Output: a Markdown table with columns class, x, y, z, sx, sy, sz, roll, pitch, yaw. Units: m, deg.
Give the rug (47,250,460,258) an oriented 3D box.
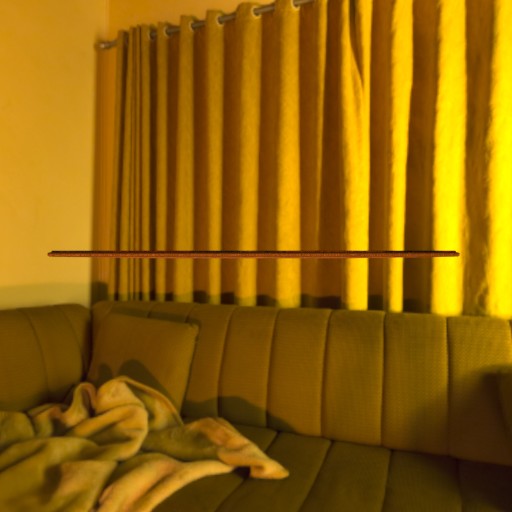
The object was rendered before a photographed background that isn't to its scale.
| class | x | y | z | sx | sy | sz | roll | pitch | yaw |
| --- | --- | --- | --- | --- | --- | --- | --- | --- | --- |
| rug | 0.000 | 0.000 | 2.800 | 1.588 | 0.024 | 2.204 | 0 | 0 | 1 |
